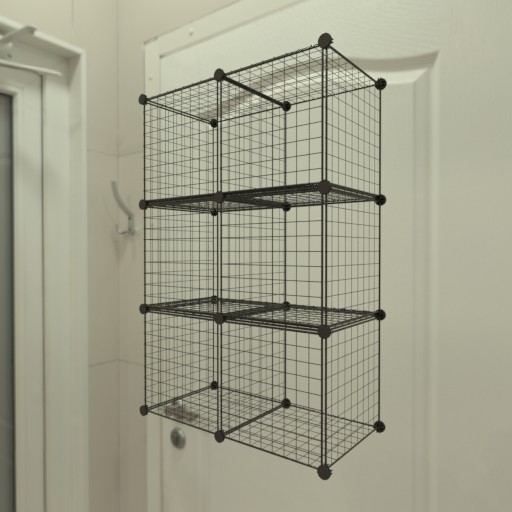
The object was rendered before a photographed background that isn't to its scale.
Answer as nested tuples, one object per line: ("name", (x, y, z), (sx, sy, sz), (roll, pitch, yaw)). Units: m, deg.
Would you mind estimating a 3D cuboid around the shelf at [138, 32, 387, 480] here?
("shelf", (0.000, 0.000, 1.405), (0.711, 1.067, 0.356), (1, 1, 37))
